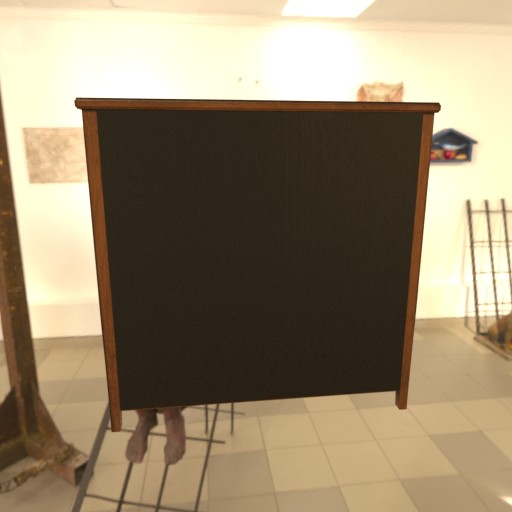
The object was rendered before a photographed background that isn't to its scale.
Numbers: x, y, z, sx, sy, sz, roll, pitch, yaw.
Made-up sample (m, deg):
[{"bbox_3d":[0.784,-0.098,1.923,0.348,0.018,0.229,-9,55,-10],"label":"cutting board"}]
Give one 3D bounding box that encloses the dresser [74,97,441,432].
[{"bbox_3d":[0.000,0.000,1.922,1.250,1.224,0.591,-2,14,-7],"label":"dresser"}]
